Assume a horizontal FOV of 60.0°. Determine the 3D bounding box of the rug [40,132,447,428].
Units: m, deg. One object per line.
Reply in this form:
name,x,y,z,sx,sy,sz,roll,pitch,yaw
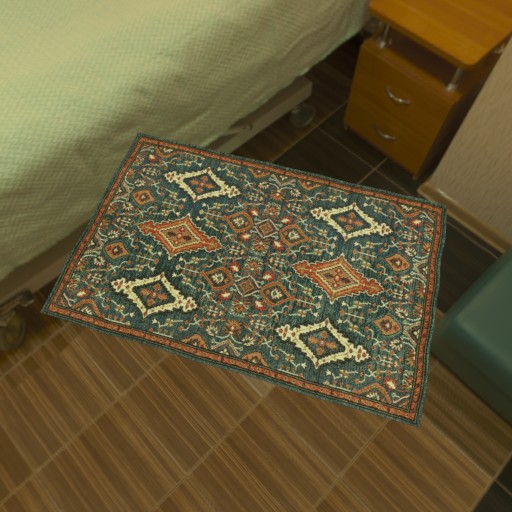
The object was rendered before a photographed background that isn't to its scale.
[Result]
rug,0.000,0.000,4.167,3.371,0.008,2.190,15,64,7
